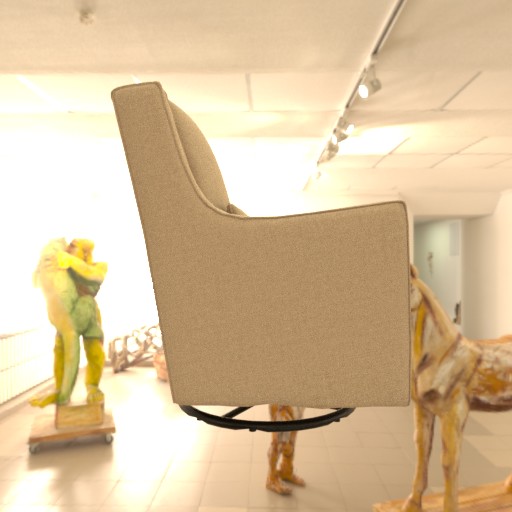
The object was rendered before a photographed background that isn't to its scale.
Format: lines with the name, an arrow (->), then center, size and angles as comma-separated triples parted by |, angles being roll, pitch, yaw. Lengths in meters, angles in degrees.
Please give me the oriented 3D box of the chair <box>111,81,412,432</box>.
chair -> 0.000, 0.000, 1.541 | 0.879, 0.993, 0.732 | 0, 0, 1
